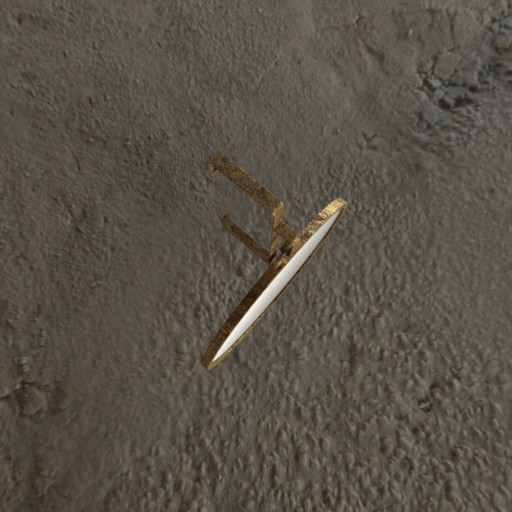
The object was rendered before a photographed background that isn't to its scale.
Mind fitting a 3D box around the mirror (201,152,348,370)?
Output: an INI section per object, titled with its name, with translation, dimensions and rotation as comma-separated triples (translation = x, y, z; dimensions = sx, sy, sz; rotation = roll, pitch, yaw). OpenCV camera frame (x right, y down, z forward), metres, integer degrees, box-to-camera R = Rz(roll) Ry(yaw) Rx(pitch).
[mirror]
translation = 0.000, 0.000, 0.847
dimensions = 0.144, 0.651, 0.447
rotation = 40, 79, 9
